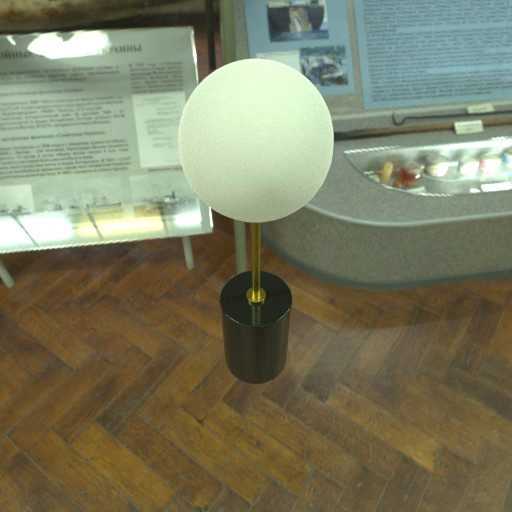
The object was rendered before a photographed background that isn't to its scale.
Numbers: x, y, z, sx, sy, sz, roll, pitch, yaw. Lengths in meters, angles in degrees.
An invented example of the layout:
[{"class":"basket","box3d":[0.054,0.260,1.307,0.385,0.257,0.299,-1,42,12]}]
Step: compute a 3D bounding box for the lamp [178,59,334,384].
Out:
[{"class":"lamp","box3d":[0.000,0.000,0.560,0.153,0.480,0.153,0,46,0]}]
